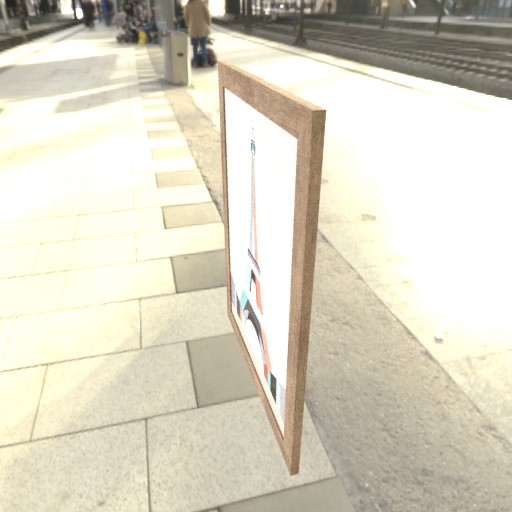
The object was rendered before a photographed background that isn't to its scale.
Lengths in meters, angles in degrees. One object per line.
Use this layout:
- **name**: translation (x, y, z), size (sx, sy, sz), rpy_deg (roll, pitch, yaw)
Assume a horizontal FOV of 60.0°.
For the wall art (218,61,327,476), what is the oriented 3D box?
- **wall art**: translation (0.000, 0.000, 0.913), size (0.018, 0.686, 0.534), rpy_deg (-8, 31, -14)
